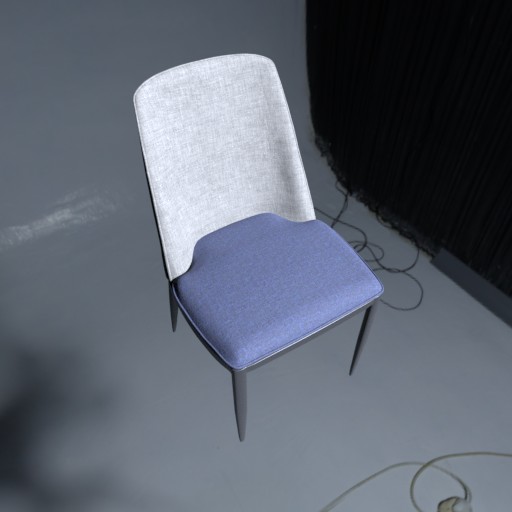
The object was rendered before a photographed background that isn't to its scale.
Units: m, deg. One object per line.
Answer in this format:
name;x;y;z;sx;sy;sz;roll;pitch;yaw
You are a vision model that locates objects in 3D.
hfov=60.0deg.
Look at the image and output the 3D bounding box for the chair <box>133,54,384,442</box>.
chair;0.000;0.000;1.186;0.488;0.855;0.550;-24;50;-21
